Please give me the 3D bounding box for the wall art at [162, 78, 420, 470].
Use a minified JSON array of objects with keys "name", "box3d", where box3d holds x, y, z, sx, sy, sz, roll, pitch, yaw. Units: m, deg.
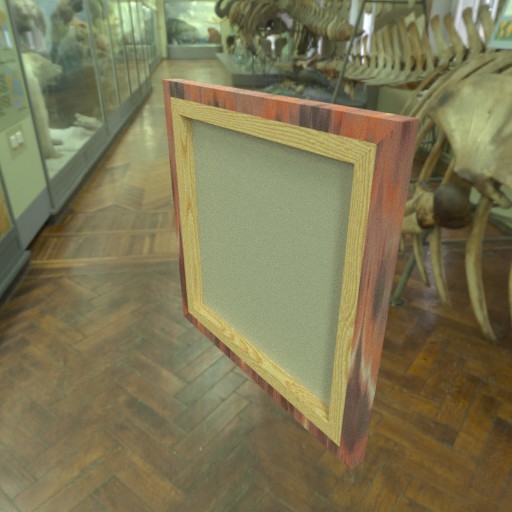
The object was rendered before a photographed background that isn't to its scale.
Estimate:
[{"name":"wall art","box3d":[0.000,0.000,0.877,0.037,0.609,0.603,-19,33,-33]}]
